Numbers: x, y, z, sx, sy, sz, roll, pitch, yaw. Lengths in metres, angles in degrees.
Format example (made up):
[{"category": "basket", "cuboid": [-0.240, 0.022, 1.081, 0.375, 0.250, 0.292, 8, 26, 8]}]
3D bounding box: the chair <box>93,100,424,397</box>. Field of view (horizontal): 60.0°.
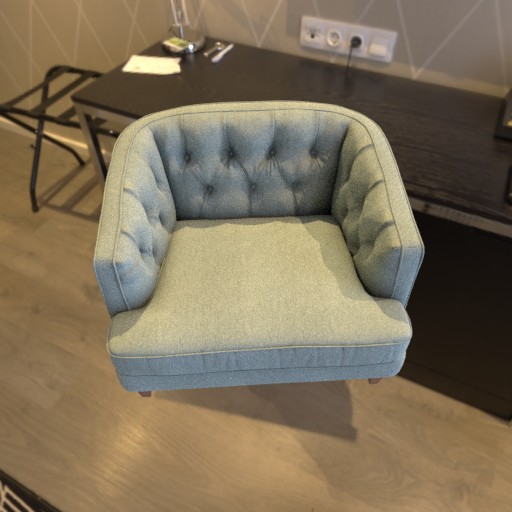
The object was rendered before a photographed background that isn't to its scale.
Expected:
[{"category": "chair", "cuboid": [0.000, 0.000, 1.785, 1.094, 0.852, 0.945, -3, 47, -2]}]
